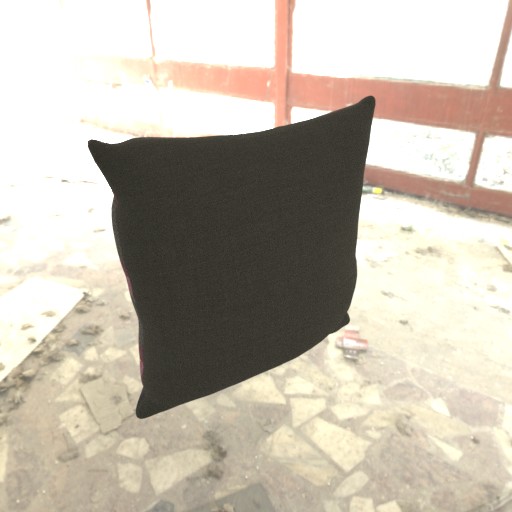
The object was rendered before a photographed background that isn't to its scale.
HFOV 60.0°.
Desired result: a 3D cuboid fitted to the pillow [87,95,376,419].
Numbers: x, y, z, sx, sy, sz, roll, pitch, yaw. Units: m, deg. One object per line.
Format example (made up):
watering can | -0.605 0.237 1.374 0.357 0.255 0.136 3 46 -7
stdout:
pillow | 0.000 0.000 0.776 0.503 0.496 0.208 -18 34 -29
